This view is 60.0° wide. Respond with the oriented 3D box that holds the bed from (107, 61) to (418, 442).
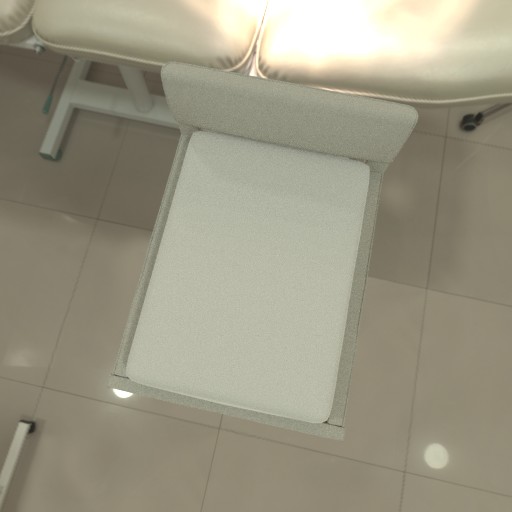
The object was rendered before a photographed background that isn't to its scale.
[{"bbox_3d":[0.000,0.000,3.333,1.840,1.067,2.368,12,76,3],"label":"bed"}]
